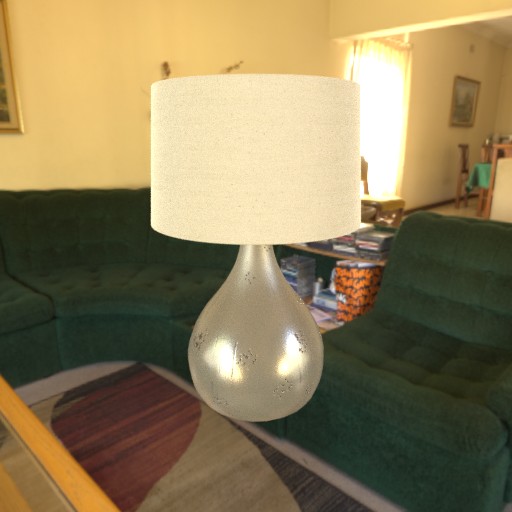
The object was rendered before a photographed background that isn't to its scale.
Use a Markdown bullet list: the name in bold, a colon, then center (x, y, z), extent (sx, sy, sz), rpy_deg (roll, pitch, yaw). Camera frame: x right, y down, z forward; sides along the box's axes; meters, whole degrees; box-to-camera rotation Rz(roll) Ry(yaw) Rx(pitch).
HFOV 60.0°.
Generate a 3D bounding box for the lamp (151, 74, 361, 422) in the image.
- **lamp**: center (0.000, 0.000, 0.731), extent (0.330, 0.521, 0.330), rpy_deg (0, 15, 0)
